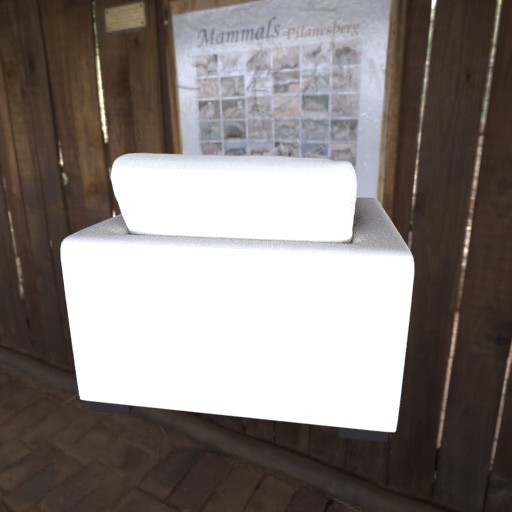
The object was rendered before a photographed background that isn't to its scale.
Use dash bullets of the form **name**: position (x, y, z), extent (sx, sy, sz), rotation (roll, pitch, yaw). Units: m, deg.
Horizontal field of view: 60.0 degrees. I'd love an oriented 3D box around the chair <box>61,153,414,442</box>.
- **chair**: position (0.000, 0.000, 1.855), extent (1.070, 0.876, 1.100), rotation (3, 17, 9)
